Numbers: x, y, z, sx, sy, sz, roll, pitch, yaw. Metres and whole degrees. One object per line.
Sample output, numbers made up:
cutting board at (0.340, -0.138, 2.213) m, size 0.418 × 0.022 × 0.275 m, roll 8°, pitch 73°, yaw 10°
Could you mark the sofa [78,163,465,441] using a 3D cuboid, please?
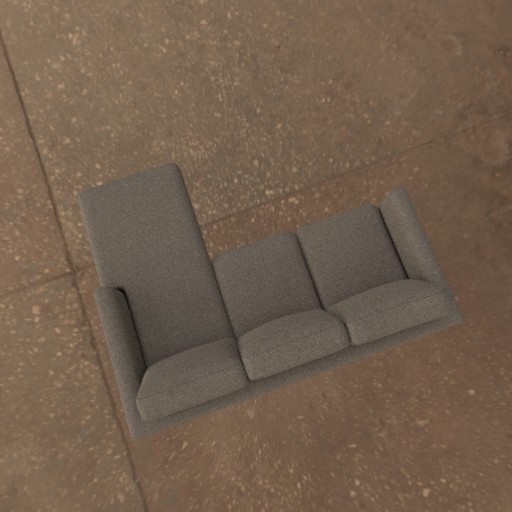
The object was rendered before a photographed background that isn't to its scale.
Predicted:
sofa at (0.000, 0.000, 2.939) m, size 2.055 × 0.957 × 1.667 m, roll -19°, pitch 77°, yaw -4°
